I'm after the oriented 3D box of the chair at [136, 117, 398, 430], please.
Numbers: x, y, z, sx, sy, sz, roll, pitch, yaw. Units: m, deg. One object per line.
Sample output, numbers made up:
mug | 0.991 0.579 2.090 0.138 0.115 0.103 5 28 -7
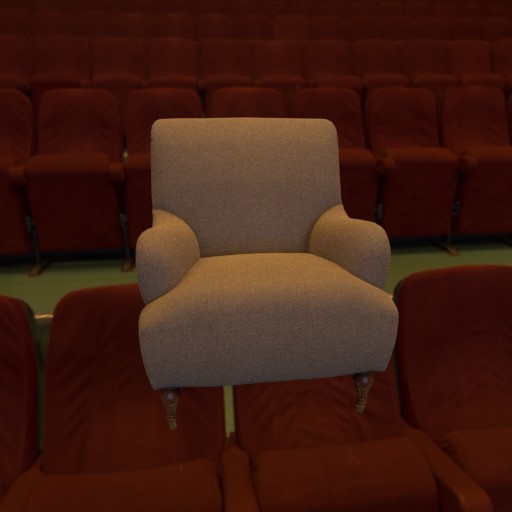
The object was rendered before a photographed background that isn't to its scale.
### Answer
chair | 0.000 0.000 1.583 0.766 0.942 0.843 -2 18 -8
